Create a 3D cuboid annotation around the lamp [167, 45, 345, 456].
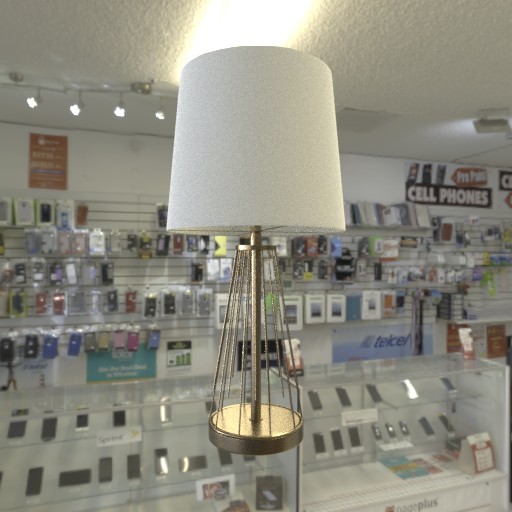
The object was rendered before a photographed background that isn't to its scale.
[{"bbox_3d":[0.000,0.000,0.765,0.303,0.618,0.303,0,0,0],"label":"lamp"}]
